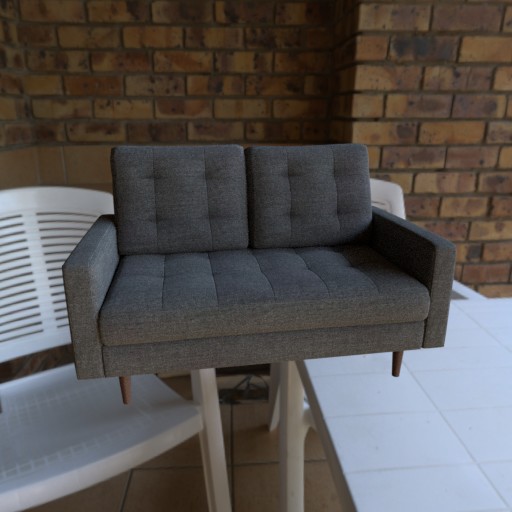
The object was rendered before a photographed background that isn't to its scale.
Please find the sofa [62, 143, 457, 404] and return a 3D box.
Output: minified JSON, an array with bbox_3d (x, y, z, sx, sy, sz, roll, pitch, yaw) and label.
[{"bbox_3d":[0.000,0.000,1.922,1.407,0.907,0.842,-3,18,-9],"label":"sofa"}]
